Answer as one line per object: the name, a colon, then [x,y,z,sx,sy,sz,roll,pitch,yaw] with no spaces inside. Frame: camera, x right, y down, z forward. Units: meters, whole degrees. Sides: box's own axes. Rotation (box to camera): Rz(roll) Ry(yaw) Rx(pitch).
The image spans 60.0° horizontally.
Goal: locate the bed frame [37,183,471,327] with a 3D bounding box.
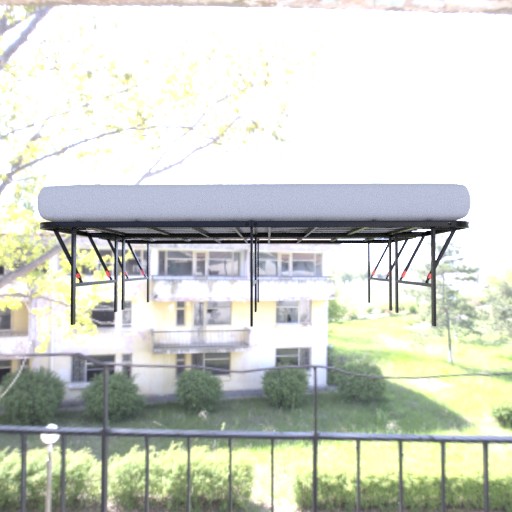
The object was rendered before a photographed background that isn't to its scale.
bed frame: [0.000,0.000,2.574,1.905,0.637,1.372,0,-1,2]
